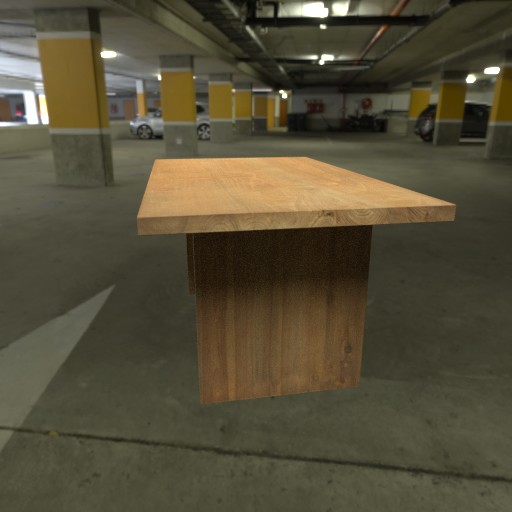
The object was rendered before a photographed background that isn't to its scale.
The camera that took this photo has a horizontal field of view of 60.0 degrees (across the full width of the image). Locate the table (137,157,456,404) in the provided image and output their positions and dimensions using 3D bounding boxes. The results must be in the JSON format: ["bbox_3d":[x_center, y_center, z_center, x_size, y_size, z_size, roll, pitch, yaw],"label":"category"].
[{"bbox_3d":[0.000,0.000,2.141,0.946,0.780,1.609,-3,18,-10],"label":"table"}]
